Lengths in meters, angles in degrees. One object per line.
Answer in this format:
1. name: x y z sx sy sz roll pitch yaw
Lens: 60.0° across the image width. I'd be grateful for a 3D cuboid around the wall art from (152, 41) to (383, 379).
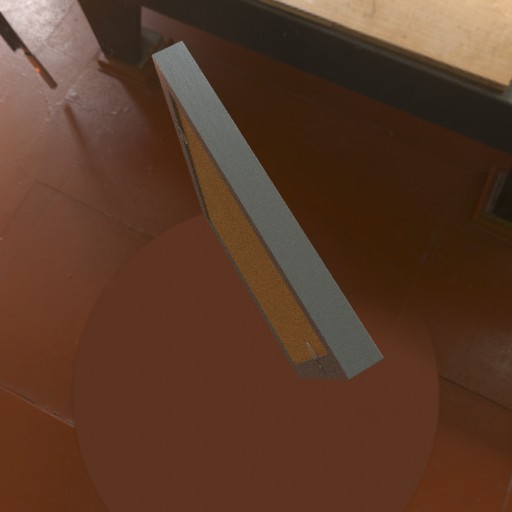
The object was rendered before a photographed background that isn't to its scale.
1. wall art: 0.000 0.000 0.528 0.030 0.379 0.308 -29 77 -8
